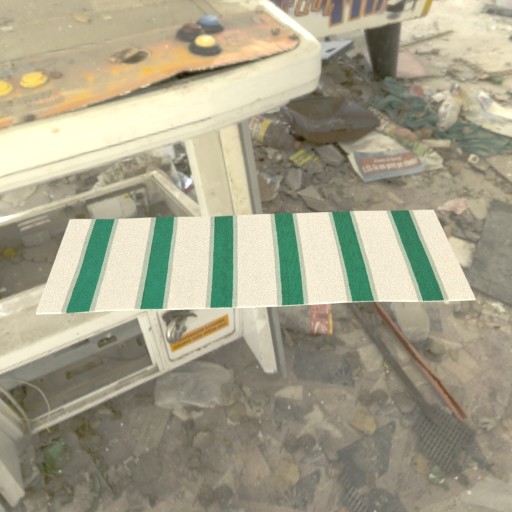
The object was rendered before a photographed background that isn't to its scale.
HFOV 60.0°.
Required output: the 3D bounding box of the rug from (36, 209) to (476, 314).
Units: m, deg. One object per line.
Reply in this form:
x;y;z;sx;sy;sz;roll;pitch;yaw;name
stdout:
0.000;0.000;2.715;2.438;0.012;0.768;-2;47;-2;rug
